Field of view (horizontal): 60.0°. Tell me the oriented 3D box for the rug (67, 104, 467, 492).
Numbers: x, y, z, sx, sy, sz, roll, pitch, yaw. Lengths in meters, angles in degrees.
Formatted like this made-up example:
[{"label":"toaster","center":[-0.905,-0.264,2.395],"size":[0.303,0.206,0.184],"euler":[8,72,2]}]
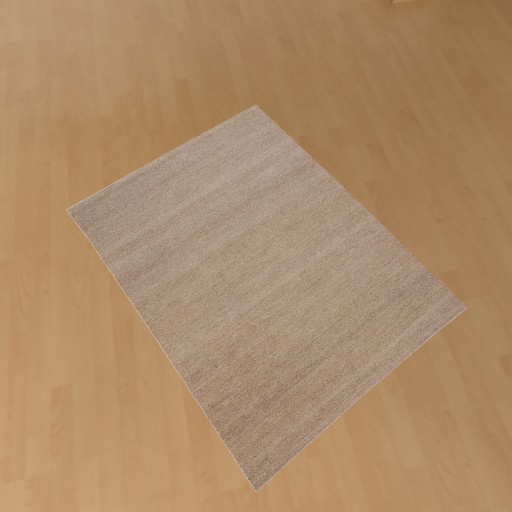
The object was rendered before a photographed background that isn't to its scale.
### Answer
[{"label":"rug","center":[0.000,0.000,4.325],"size":[2.467,0.046,3.245],"euler":[-34,68,-16]}]
